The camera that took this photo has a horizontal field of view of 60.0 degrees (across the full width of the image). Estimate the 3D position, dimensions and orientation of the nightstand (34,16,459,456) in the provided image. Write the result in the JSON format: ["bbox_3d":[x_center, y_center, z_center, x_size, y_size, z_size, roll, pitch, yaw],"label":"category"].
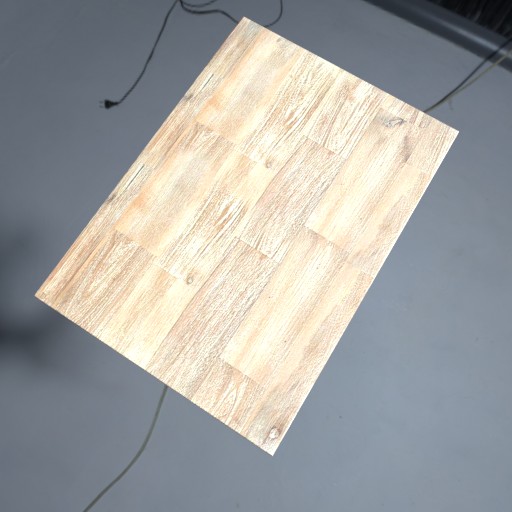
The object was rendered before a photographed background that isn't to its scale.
[{"bbox_3d":[0.000,0.000,0.943,0.396,0.589,0.552,31,79,7],"label":"nightstand"}]
